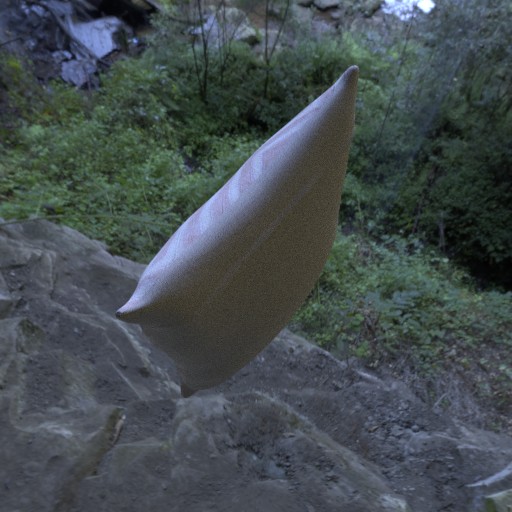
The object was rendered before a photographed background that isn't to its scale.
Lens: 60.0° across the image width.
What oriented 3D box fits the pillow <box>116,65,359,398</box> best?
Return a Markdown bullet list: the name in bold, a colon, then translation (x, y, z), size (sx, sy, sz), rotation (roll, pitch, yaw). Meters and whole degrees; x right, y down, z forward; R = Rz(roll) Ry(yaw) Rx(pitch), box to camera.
- **pillow**: translation (0.000, 0.000, 0.688), size (0.182, 0.441, 0.440), rotation (35, 68, 16)
